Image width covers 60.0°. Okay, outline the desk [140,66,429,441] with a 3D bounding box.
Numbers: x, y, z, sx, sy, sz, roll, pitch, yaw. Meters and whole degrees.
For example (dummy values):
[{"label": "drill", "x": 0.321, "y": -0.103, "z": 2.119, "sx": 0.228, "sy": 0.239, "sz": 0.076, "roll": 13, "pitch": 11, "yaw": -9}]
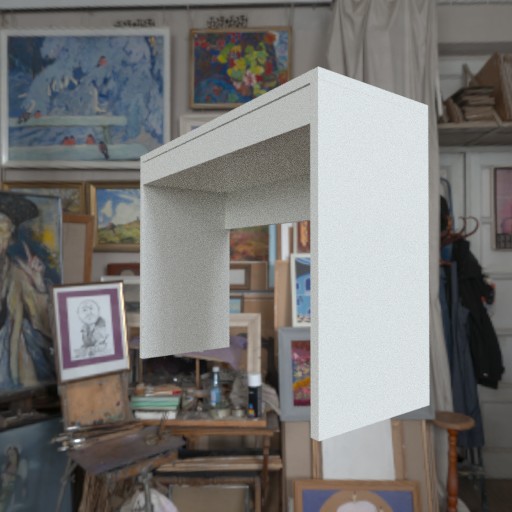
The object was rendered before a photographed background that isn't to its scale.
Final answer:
[{"label": "desk", "x": 0.000, "y": 0.000, "z": 1.456, "sx": 0.400, "sy": 0.790, "sz": 1.000, "roll": 1, "pitch": -1, "yaw": -36}]
